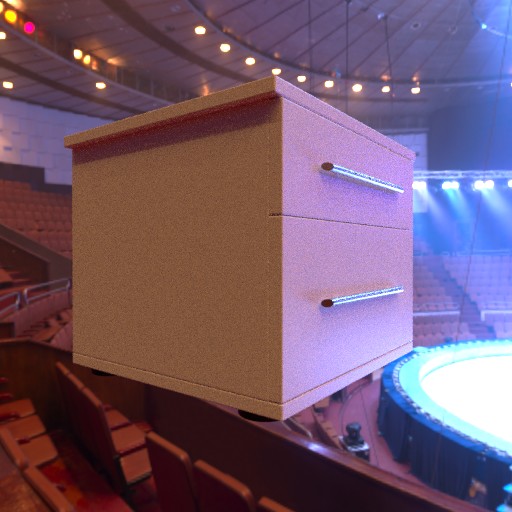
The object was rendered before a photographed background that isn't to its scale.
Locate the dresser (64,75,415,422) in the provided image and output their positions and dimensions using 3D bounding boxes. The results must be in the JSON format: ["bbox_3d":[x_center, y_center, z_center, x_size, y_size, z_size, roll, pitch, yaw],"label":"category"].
[{"bbox_3d":[0.000,0.000,0.718,0.400,0.360,0.430,0,1,37],"label":"dresser"}]
